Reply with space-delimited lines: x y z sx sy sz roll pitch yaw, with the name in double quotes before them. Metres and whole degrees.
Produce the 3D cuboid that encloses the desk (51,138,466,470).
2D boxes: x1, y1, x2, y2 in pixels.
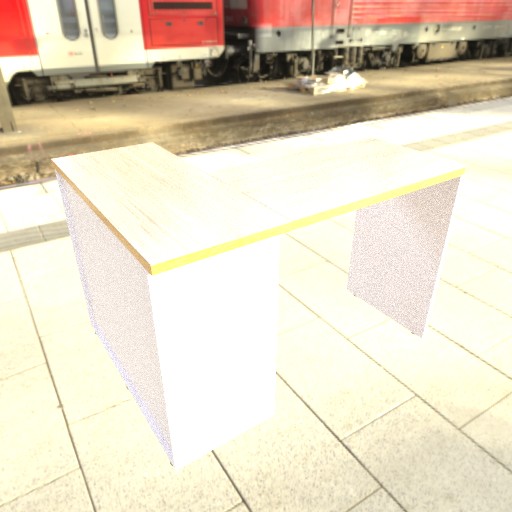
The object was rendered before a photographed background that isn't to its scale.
"desk" 0.000 0.000 1.748 1.170 0.760 0.900 -19 35 -29
